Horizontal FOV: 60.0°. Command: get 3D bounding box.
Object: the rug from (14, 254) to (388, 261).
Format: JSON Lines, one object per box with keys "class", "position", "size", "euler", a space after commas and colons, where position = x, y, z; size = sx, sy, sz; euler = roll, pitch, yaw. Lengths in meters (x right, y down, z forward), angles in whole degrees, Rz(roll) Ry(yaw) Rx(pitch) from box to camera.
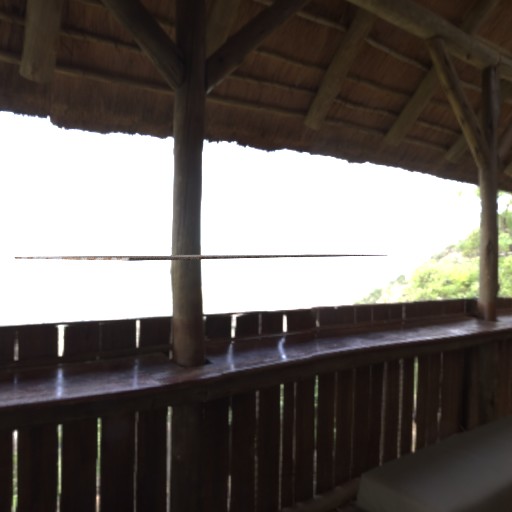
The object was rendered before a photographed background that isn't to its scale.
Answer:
{"class": "rug", "position": [0.000, 0.000, 2.624], "size": [0.750, 0.011, 2.435], "euler": [0, 1, 36]}
